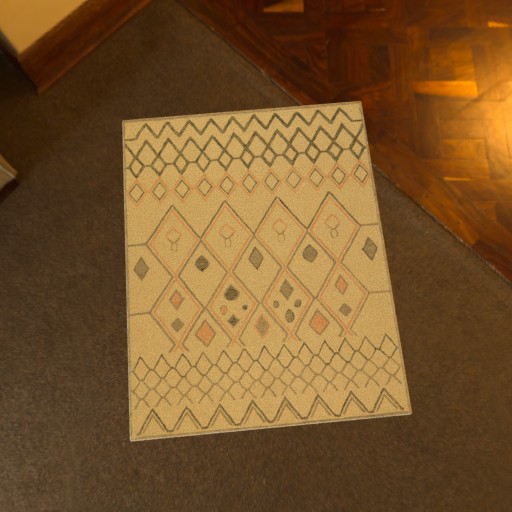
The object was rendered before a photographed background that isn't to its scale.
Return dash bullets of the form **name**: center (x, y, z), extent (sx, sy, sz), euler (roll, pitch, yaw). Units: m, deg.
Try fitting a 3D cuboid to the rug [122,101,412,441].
- **rug**: center (0.000, 0.000, 4.166), extent (2.441, 0.016, 3.050), euler (-5, 77, -1)
